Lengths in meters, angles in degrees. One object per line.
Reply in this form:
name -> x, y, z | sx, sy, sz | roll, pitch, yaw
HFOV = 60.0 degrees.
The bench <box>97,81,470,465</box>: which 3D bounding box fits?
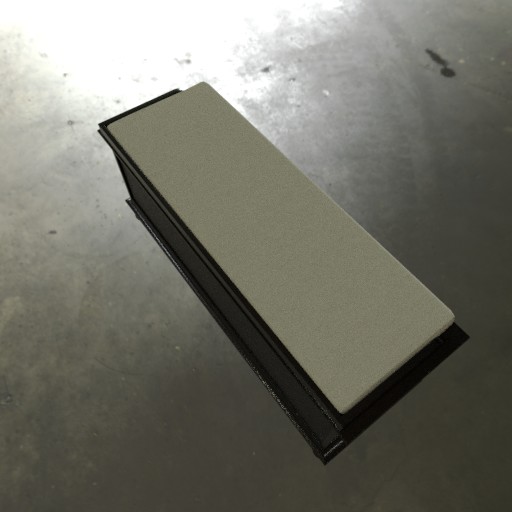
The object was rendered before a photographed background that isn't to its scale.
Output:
bench -> 0.000, 0.000, 1.422 | 0.402, 0.501, 1.185 | -32, 64, -18
